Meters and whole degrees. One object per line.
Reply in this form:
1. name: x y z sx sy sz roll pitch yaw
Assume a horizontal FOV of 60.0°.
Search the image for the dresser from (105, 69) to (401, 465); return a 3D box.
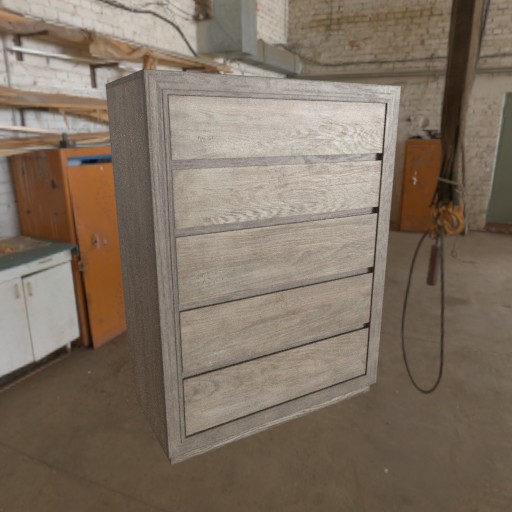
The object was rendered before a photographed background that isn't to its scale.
1. dresser: 0.000 0.000 1.792 0.967 1.295 0.483 -9 18 -28
